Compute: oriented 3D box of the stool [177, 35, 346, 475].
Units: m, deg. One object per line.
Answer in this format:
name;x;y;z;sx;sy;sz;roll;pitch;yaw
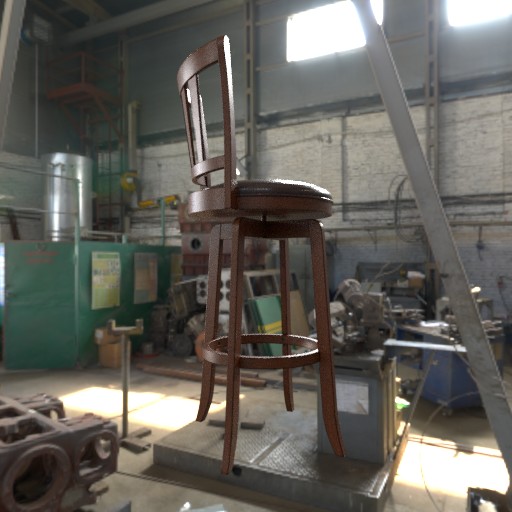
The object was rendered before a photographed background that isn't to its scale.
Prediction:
stool;0.000;0.000;1.440;0.503;1.177;0.464;0;0;-17
